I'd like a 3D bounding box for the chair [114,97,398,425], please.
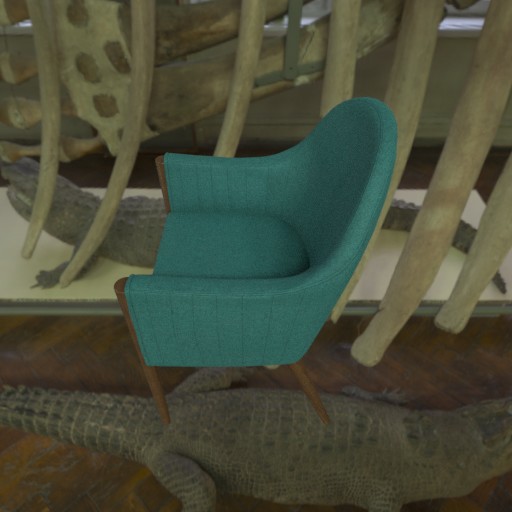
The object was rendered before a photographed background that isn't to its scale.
[{"bbox_3d":[0.000,0.000,1.338,0.652,0.907,0.656,0,41,0],"label":"chair"}]
